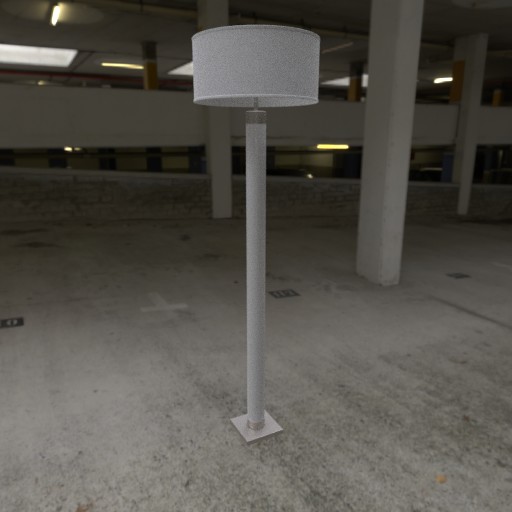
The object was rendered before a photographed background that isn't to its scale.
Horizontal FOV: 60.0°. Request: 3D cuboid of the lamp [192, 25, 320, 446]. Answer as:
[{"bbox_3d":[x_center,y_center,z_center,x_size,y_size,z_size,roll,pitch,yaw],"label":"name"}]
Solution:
[{"bbox_3d":[0.000,0.000,1.638,0.420,1.475,0.420,-8,17,-27],"label":"lamp"}]
